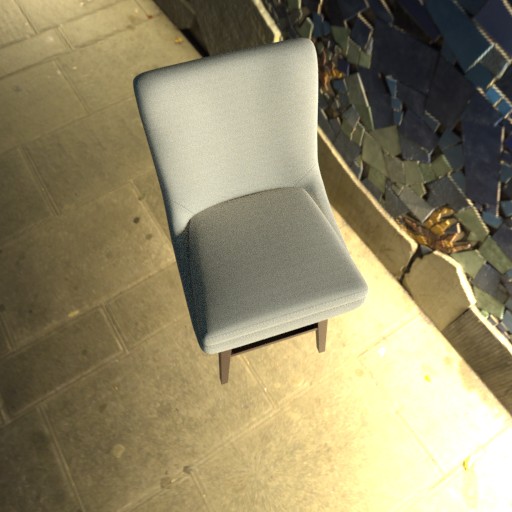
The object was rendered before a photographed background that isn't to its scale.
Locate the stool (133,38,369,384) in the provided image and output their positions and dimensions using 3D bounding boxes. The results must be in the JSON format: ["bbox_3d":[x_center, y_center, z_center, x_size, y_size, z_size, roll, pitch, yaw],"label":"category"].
[{"bbox_3d":[0.000,0.000,1.396,0.483,1.093,0.559,-16,65,-8],"label":"stool"}]
